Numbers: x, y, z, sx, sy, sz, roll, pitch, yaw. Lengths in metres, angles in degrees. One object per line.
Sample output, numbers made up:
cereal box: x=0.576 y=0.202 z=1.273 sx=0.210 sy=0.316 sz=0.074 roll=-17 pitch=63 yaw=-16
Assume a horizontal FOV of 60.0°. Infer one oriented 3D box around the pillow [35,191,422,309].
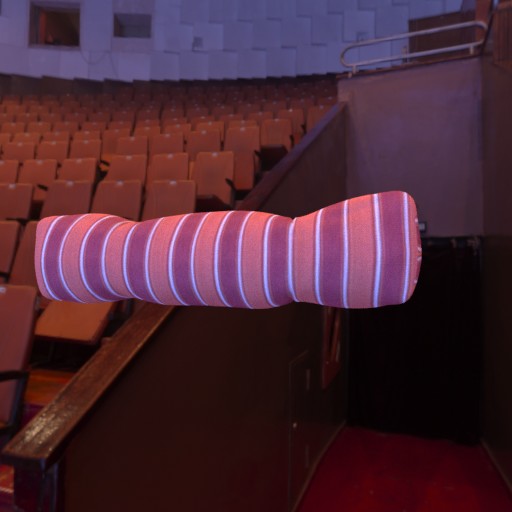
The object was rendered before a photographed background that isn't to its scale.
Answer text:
pillow: x=0.000 y=0.000 z=0.724 sx=0.490 sy=0.133 sz=0.468 roll=0 pitch=0 yaw=18
